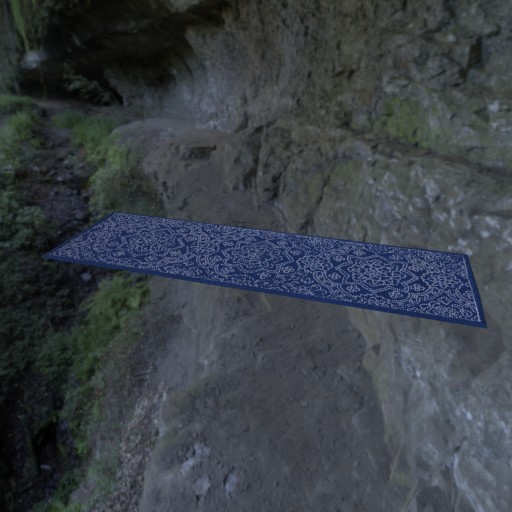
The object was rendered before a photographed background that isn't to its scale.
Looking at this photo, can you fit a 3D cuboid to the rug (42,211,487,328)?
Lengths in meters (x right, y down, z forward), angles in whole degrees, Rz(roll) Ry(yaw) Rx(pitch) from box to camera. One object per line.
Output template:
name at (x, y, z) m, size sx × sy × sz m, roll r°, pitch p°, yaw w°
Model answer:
rug at (0.000, 0.000, 2.661) m, size 2.448 × 0.012 × 0.769 m, roll 8°, pitch 28°, yaw 15°
